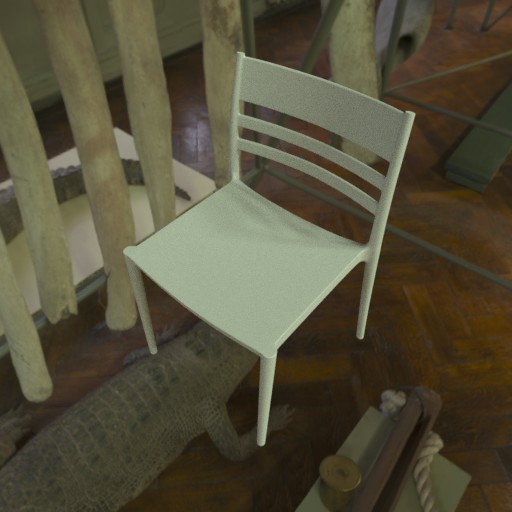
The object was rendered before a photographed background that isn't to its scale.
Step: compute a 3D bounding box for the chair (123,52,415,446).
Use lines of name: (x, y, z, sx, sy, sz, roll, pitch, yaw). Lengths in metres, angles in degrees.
chair: (0.000, 0.000, 1.160, 0.531, 0.800, 0.511, 31, 54, 26)
